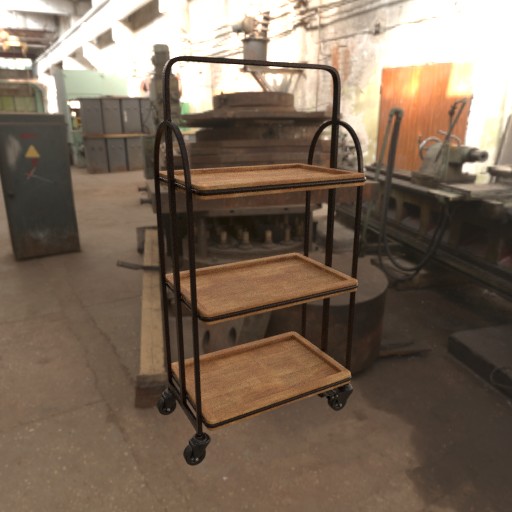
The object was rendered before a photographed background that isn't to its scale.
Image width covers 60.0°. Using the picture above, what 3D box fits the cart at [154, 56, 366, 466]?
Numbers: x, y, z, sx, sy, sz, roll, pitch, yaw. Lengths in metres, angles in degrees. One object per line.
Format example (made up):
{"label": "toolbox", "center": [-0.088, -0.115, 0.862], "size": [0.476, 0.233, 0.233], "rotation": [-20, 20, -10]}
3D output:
{"label": "cart", "center": [0.000, 0.000, 1.233], "size": [0.553, 1.001, 0.327], "rotation": [-9, 20, -27]}
